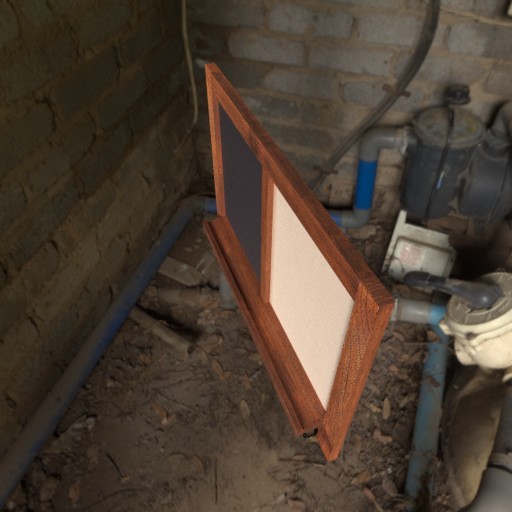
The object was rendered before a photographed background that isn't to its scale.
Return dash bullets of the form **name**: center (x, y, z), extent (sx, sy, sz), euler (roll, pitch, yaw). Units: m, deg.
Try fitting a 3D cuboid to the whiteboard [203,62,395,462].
- **whiteboard**: center (0.000, 0.000, 0.999), extent (0.083, 0.553, 0.768), euler (-16, 48, -14)
